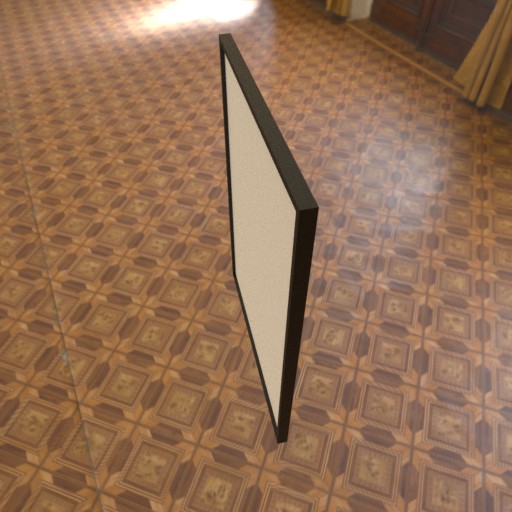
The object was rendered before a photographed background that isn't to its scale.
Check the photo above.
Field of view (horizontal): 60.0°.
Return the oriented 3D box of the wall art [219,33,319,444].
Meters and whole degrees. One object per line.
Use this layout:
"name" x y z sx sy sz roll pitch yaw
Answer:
"wall art" 0.000 0.000 1.420 0.036 1.070 0.802 -10 48 -9
